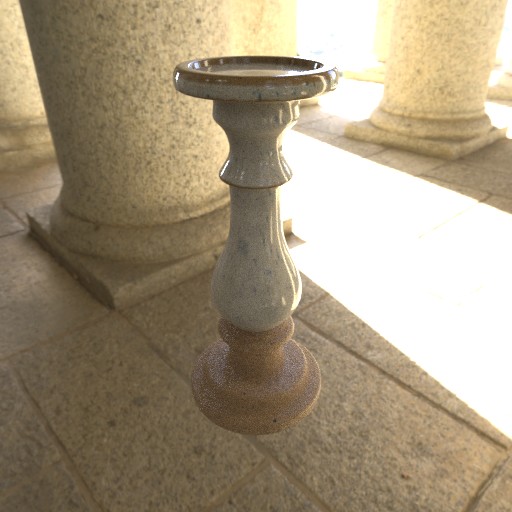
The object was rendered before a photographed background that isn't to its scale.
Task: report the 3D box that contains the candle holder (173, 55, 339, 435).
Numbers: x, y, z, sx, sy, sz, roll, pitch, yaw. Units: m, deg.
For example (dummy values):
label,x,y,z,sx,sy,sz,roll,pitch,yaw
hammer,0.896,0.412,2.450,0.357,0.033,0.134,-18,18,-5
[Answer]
label,x,y,z,sx,sy,sz,roll,pitch,yaw
candle holder,0.000,0.000,0.254,0.088,0.203,0.088,0,30,0
